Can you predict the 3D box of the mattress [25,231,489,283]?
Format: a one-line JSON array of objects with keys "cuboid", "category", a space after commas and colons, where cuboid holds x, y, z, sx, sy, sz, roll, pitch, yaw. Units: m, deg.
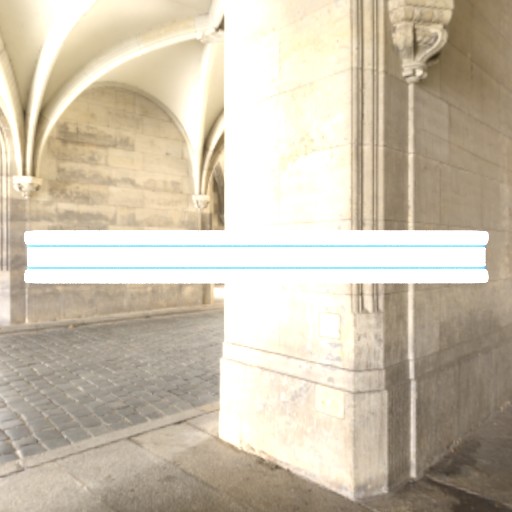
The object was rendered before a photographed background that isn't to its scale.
[{"cuboid": [0.000, 0.000, 2.702, 2.000, 0.230, 1.600, 0, 0, -1], "category": "mattress"}]
